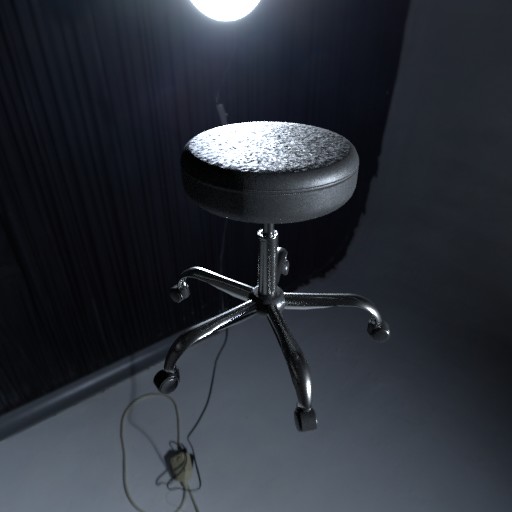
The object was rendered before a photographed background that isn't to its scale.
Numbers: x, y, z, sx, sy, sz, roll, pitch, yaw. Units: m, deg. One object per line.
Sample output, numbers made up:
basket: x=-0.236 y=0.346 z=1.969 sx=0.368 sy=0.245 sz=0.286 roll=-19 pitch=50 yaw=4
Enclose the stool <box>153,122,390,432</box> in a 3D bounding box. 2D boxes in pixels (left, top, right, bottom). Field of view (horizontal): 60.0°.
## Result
stool: x=0.000 y=0.000 z=1.137 sx=0.638 sy=0.576 sz=0.673 roll=-23 pitch=39 yaw=-31
